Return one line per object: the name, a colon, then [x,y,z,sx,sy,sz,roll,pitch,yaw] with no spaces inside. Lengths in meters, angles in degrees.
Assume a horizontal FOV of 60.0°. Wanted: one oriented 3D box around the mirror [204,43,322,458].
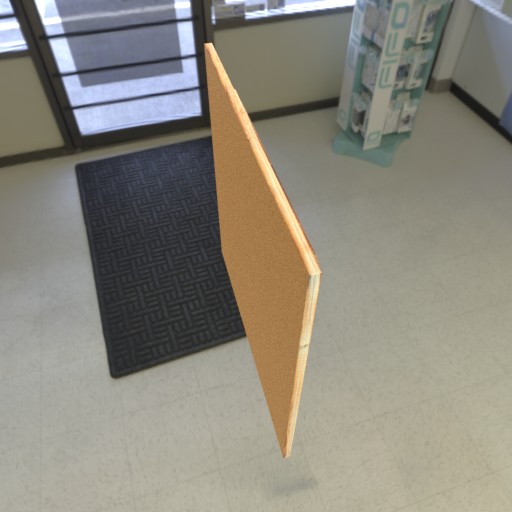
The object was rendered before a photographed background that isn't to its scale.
mirror: [0.000,0.000,1.198,0.061,0.804,0.804,-11,49,-10]
